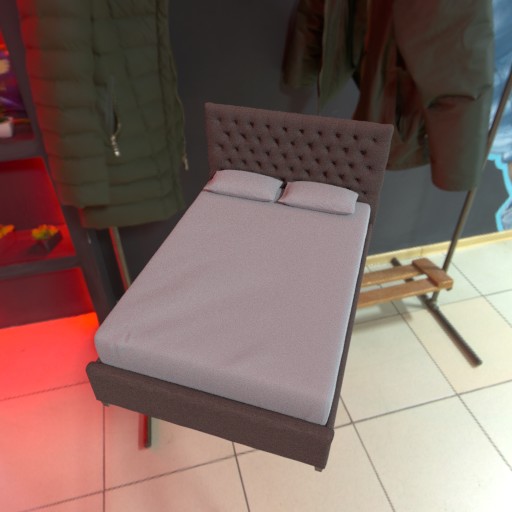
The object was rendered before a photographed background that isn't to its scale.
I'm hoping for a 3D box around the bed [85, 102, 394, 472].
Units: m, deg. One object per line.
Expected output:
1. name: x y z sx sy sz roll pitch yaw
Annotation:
1. bed: 0.000 0.000 3.473 1.698 1.427 2.387 11 41 13
